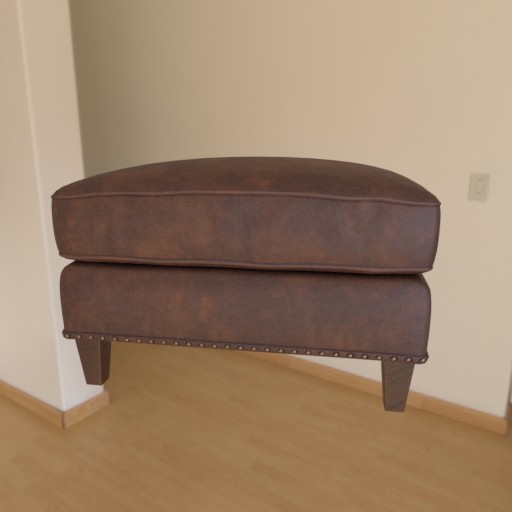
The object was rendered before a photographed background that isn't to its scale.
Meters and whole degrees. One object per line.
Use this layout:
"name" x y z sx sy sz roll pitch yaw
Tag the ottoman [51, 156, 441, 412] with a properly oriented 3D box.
"ottoman" 0.000 0.000 1.111 0.742 0.486 0.586 2 13 9
